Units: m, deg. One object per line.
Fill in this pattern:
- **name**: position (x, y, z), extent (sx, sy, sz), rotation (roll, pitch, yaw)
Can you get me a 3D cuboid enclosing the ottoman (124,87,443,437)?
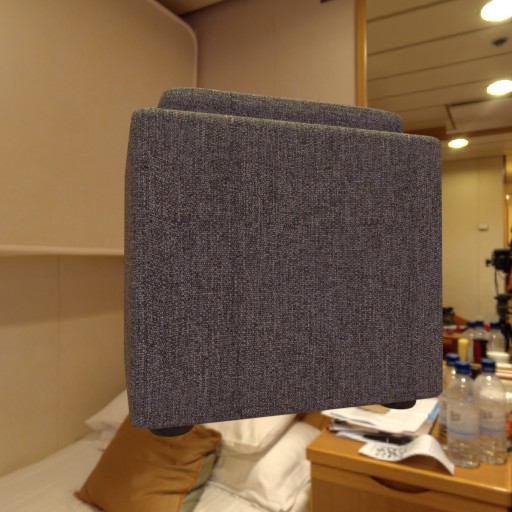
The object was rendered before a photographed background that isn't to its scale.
- **ottoman**: position (0.000, 0.000, 0.799), extent (0.450, 0.460, 0.450), rotation (0, -1, -18)
